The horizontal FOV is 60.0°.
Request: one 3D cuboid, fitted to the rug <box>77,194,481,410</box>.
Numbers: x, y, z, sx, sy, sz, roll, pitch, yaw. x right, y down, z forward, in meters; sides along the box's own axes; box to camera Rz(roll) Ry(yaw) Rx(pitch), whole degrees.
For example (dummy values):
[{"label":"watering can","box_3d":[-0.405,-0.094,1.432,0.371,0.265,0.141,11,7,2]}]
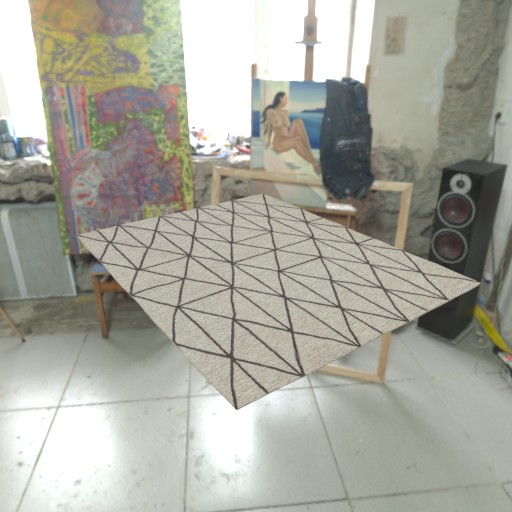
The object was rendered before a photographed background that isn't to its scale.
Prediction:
[{"label":"rug","box_3d":[0.000,0.000,4.161,2.468,0.022,3.061,-17,30,-32]}]
